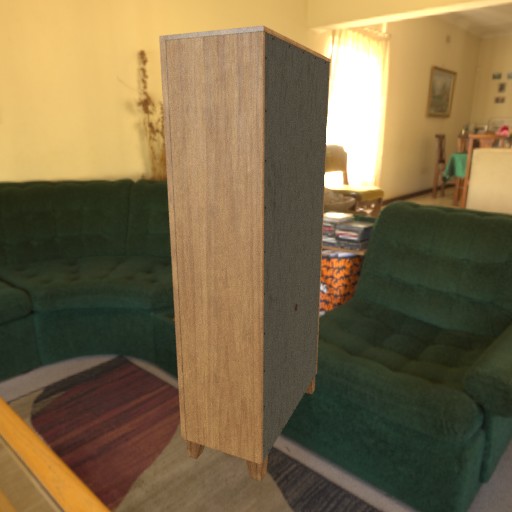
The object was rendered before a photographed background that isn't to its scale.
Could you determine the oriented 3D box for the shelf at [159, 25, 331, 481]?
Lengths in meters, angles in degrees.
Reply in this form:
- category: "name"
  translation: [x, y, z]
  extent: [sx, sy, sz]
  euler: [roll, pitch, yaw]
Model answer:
- category: "shelf"
  translation: [0.000, 0.000, 2.258]
  extent: [0.453, 1.930, 0.864]
  euler: [7, 18, 23]
